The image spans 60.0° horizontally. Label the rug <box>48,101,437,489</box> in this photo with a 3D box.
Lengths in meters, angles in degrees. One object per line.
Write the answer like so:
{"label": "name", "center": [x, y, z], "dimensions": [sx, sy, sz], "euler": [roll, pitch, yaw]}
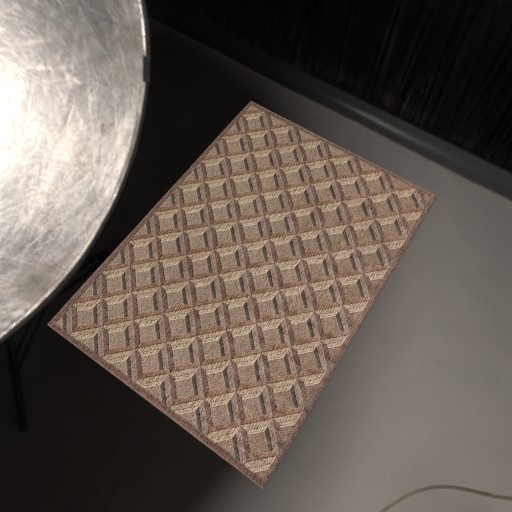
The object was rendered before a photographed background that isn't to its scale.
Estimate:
{"label": "rug", "center": [0.000, 0.000, 4.350], "dimensions": [2.382, 0.018, 3.294], "euler": [31, 68, 14]}
